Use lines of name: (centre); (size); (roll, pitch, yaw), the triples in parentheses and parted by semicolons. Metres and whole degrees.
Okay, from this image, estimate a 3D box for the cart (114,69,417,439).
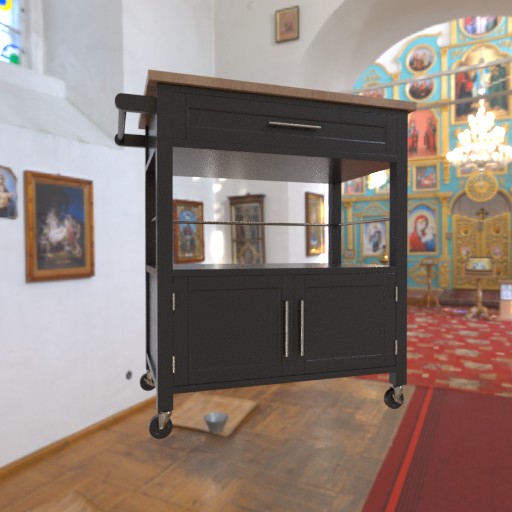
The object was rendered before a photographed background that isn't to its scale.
cart: (0.000, 0.000, 1.386); (0.840, 0.901, 0.459); (0, 1, -18)
